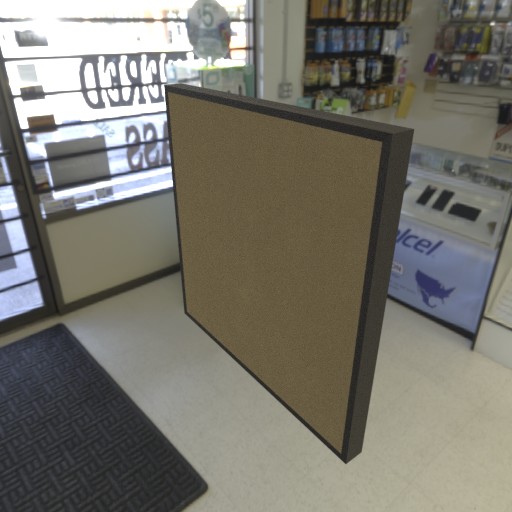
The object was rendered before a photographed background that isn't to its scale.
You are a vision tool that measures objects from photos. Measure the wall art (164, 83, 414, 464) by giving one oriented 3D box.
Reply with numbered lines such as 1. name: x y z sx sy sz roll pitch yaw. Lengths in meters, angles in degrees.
1. wall art: 0.000 0.000 0.760 0.037 0.507 0.509 -20 33 -32
